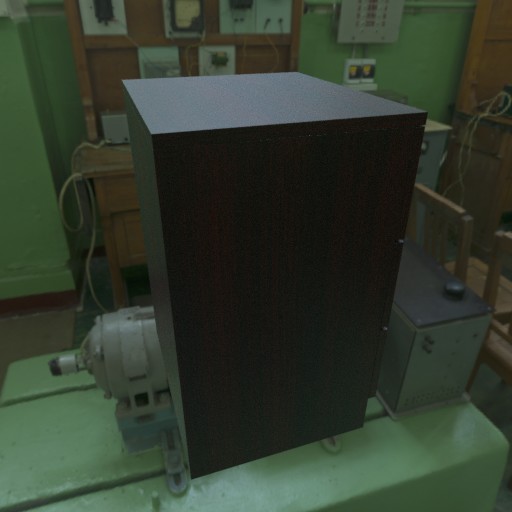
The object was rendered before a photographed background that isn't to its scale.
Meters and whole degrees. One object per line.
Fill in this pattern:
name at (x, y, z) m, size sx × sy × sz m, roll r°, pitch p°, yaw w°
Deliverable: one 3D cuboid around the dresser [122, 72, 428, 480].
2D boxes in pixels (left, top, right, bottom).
dresser at (0.000, 0.000, 0.799) m, size 0.360 × 0.560 × 0.400 m, roll -10°, pitch 31°, yaw -16°
